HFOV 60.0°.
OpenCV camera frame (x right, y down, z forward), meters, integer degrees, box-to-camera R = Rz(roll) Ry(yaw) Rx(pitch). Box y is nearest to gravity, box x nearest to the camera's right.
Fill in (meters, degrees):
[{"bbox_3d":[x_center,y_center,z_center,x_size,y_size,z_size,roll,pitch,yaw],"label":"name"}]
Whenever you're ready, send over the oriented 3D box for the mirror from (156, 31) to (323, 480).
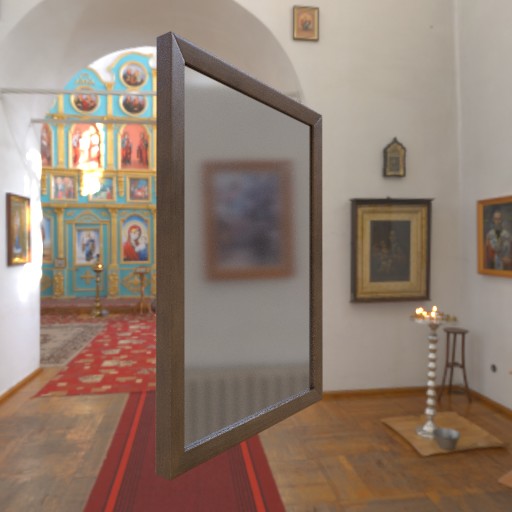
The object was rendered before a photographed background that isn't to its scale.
[{"bbox_3d":[0.000,0.000,0.915,0.040,0.710,0.507,0,-1,36],"label":"mirror"}]
